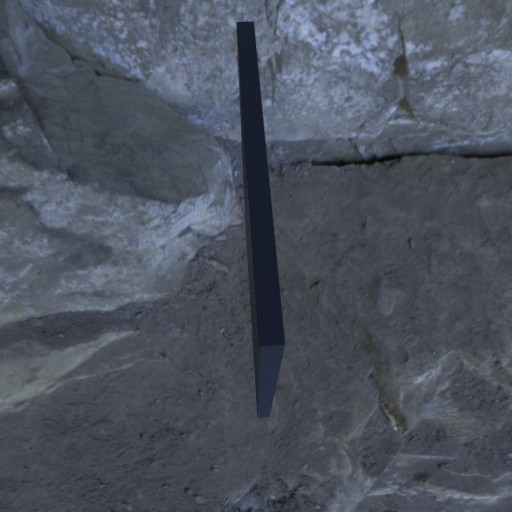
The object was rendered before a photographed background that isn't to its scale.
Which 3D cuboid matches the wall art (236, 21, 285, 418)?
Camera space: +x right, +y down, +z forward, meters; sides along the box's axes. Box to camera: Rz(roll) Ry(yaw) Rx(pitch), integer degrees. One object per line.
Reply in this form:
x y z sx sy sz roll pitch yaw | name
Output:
0.000 0.000 0.705 0.023 0.505 0.428 -3 63 -2 | wall art
